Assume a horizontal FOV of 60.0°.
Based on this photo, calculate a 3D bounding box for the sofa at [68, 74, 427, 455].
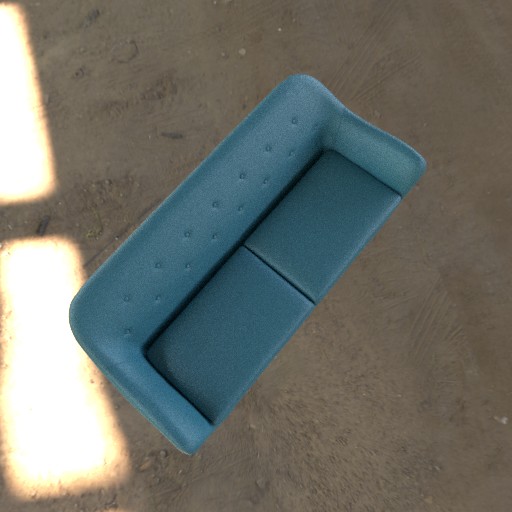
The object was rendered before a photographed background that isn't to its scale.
[{"bbox_3d":[0.000,0.000,2.317,0.820,0.836,1.840,39,78,10],"label":"sofa"}]
